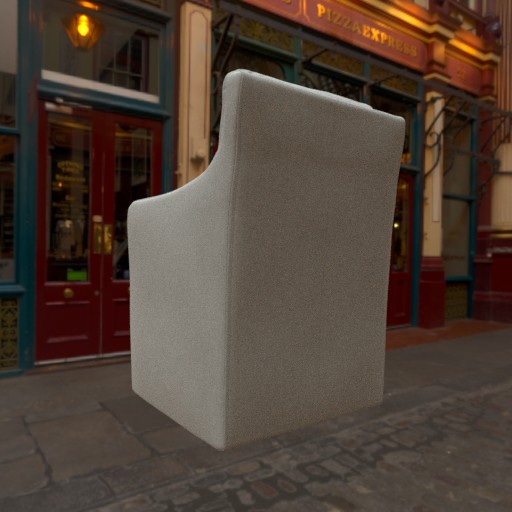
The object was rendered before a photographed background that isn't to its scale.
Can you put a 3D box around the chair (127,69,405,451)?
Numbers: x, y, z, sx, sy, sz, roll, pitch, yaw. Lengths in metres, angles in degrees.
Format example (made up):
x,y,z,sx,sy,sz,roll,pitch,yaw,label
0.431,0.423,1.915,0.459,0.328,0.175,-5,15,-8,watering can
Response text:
x,y,z,sx,sy,sz,roll,pitch,yaw,label
0.000,0.000,1.394,0.626,0.914,0.694,0,0,-36,chair
